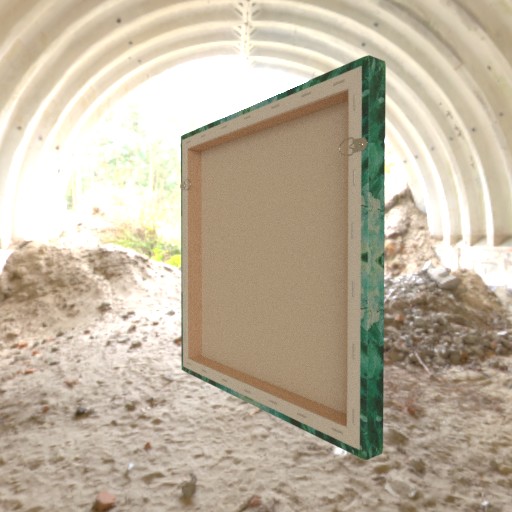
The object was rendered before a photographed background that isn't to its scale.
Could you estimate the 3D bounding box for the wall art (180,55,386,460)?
[{"bbox_3d":[0.000,0.000,0.762,0.038,0.508,0.507,-1,2,-36],"label":"wall art"}]
